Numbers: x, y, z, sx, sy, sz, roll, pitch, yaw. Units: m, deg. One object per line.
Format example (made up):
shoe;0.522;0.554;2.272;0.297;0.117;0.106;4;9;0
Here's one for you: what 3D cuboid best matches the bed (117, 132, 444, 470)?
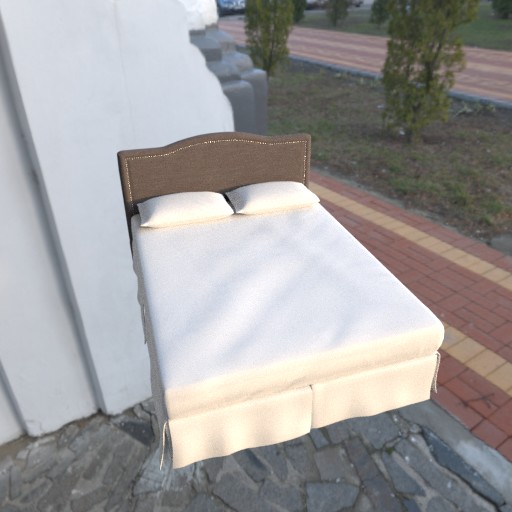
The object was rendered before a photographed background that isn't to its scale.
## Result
bed;0.000;0.000;3.885;2.161;1.457;2.689;-9;33;-15
